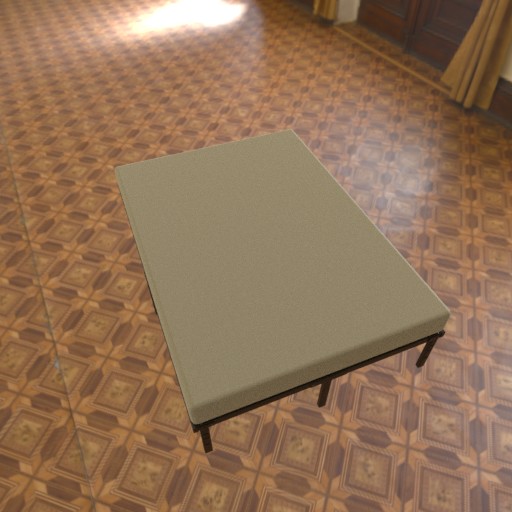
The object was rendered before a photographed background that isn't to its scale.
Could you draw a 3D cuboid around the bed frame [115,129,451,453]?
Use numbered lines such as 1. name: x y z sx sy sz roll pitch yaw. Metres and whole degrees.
1. bed frame: 0.000 0.000 3.872 2.205 0.680 2.842 -11 47 -10
